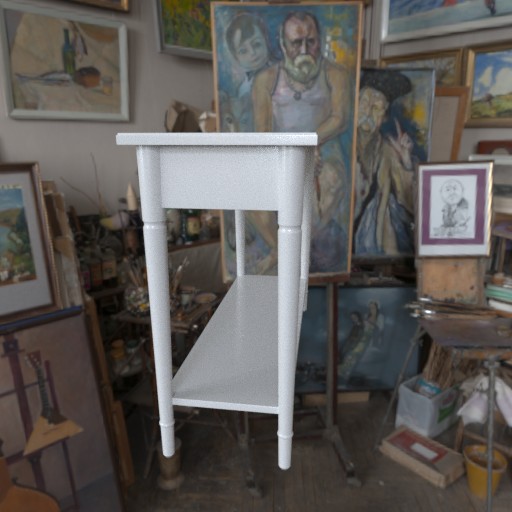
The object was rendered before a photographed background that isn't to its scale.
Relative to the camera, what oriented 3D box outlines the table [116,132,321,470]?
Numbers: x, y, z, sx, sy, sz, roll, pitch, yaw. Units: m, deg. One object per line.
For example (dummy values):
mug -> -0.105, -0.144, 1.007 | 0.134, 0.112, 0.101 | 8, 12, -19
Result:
table -> 0.000, 0.000, 1.421 | 0.381, 0.749, 1.067 | 2, 15, 8
